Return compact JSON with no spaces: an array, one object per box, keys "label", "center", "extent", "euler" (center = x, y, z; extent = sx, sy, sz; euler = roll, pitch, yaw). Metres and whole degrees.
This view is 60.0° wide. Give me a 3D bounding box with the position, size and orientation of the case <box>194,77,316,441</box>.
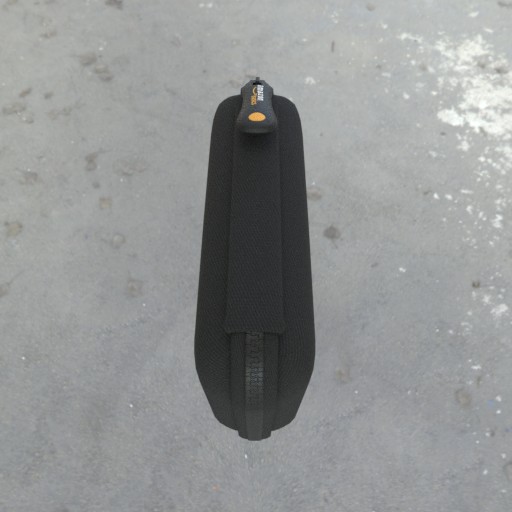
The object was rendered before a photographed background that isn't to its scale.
[{"label":"case","center":[0.000,0.000,0.181],"extent":[0.038,0.105,0.132],"euler":[0,60,0]}]
